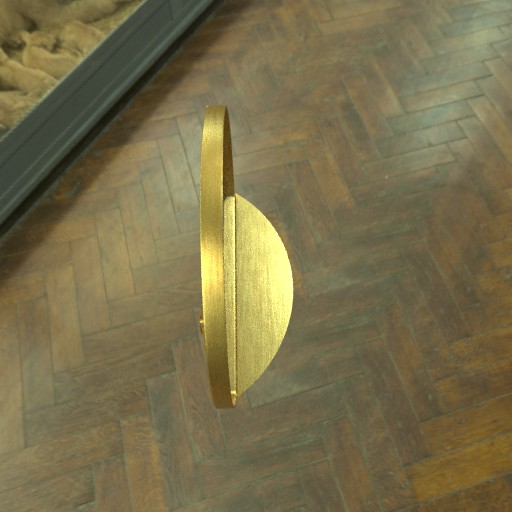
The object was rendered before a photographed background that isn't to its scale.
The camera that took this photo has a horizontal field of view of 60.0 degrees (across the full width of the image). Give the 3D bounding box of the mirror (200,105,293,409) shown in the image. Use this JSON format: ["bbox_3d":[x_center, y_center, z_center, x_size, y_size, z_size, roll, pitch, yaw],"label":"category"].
[{"bbox_3d":[0.000,0.000,0.706,0.133,0.457,0.457,-1,63,-1],"label":"mirror"}]
